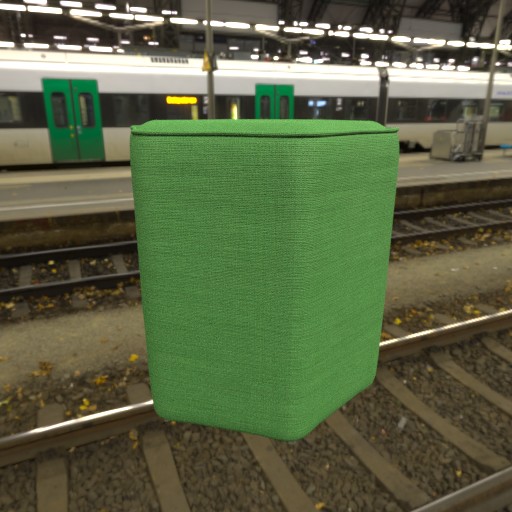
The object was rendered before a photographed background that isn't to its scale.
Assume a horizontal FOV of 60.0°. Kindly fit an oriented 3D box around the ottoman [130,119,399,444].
[{"bbox_3d":[0.000,0.000,0.867,0.444,0.507,0.499,17,24,42],"label":"ottoman"}]
